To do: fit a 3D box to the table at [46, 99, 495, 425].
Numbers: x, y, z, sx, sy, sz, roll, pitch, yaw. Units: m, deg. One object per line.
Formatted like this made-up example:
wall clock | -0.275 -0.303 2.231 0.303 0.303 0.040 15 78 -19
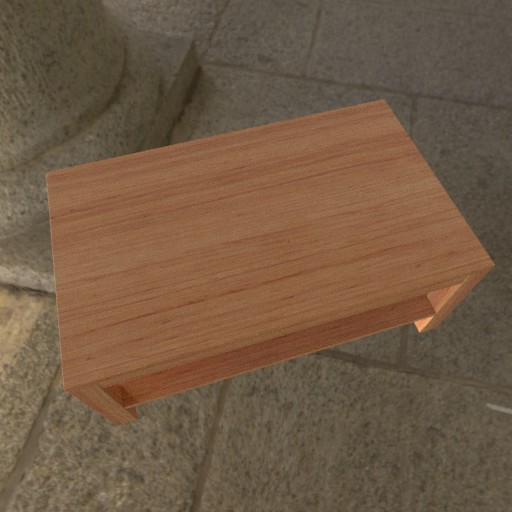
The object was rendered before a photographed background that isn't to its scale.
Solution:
table | 0.000 0.000 1.482 1.146 0.457 0.695 -15 60 -9
